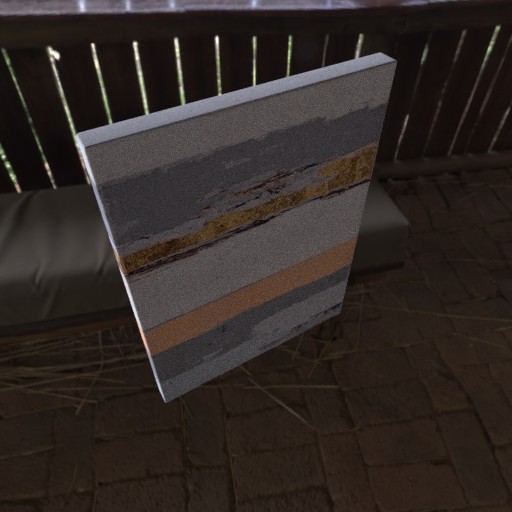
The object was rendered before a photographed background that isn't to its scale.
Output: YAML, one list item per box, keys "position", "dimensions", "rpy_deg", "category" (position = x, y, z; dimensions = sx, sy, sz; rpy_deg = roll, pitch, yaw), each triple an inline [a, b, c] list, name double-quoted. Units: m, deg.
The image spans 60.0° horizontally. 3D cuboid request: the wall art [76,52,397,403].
- position: [0.000, 0.000, 0.792]
  dimensions: [0.456, 0.609, 0.038]
  rpy_deg: [-23, 50, -21]
  category: "wall art"
